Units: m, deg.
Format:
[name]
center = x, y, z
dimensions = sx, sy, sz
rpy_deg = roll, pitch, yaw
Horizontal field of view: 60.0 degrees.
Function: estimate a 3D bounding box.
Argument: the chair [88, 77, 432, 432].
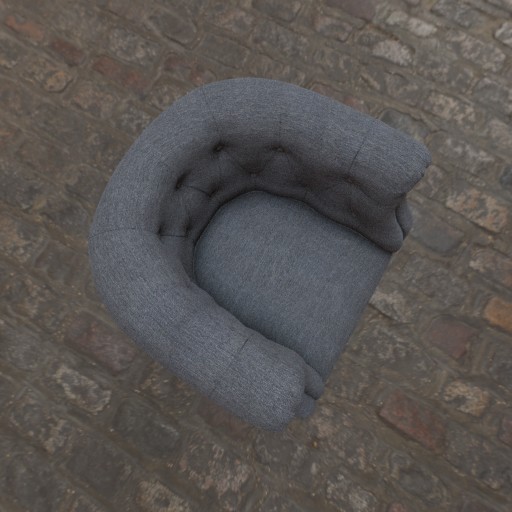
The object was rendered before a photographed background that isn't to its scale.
[chair]
center = 0.000, 0.000, 1.529
dimensions = 0.852, 0.827, 0.905
rpy_deg = 30, 77, 8
